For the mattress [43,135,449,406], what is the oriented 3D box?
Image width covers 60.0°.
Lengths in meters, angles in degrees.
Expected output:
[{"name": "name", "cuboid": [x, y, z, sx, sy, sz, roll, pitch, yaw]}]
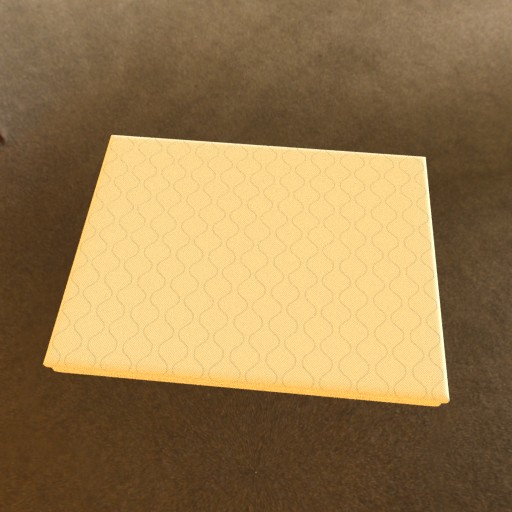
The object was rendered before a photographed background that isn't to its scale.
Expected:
[{"name": "mattress", "cuboid": [0.000, 0.000, 2.431, 1.900, 0.200, 1.400, 5, 64, 2]}]
